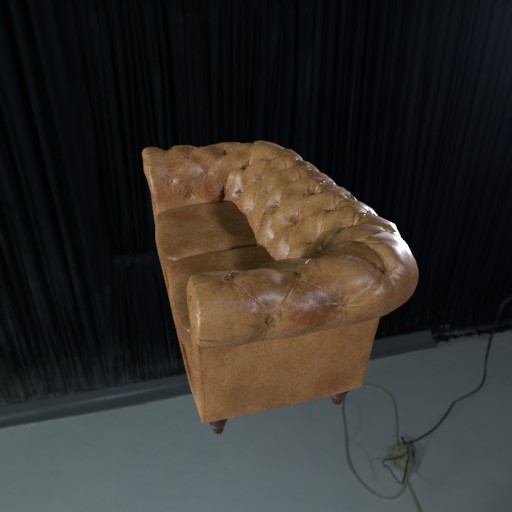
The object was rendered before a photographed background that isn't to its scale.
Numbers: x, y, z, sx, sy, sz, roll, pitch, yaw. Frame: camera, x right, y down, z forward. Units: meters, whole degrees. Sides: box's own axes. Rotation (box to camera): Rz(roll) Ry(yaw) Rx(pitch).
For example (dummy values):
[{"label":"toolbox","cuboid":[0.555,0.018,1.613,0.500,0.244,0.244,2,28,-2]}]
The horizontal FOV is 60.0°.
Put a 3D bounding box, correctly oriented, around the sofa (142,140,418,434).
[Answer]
[{"label":"sofa","cuboid":[0.000,0.000,2.508,1.042,0.877,1.979,-8,30,-15]}]
